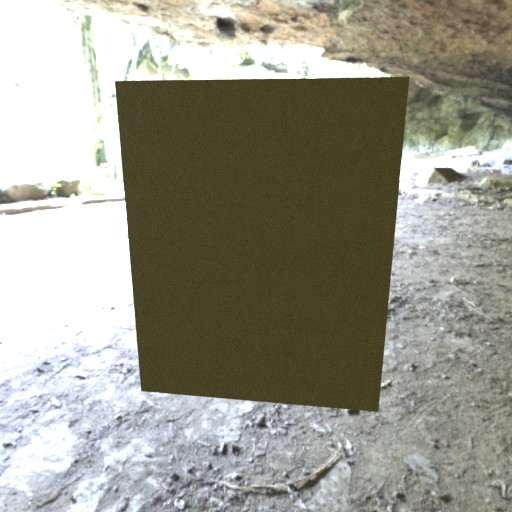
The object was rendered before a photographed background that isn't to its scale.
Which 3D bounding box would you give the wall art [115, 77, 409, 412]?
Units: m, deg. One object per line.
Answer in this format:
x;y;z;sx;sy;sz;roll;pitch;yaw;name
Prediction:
0.000;0.000;1.347;0.798;1.002;0.030;2;17;8;wall art
